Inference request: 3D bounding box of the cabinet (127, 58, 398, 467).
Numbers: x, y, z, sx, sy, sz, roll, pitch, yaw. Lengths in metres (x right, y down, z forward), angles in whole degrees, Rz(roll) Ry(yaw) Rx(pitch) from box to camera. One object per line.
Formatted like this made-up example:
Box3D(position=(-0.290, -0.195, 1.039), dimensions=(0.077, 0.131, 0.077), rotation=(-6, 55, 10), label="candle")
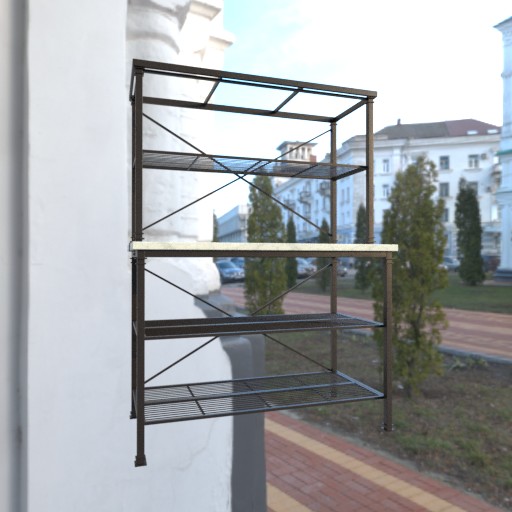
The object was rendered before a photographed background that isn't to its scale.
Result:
Box3D(position=(0.000, 0.000, 2.187), dimensions=(1.210, 1.659, 0.610), rotation=(0, 0, -18), label="cabinet")
